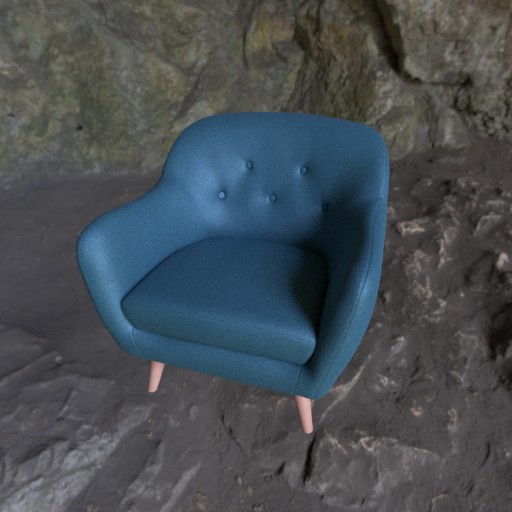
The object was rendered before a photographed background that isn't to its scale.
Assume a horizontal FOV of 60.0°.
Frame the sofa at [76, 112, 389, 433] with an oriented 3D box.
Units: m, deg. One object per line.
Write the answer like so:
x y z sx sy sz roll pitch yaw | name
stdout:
0.000 0.000 1.526 0.836 0.817 0.825 9 30 16 | sofa
